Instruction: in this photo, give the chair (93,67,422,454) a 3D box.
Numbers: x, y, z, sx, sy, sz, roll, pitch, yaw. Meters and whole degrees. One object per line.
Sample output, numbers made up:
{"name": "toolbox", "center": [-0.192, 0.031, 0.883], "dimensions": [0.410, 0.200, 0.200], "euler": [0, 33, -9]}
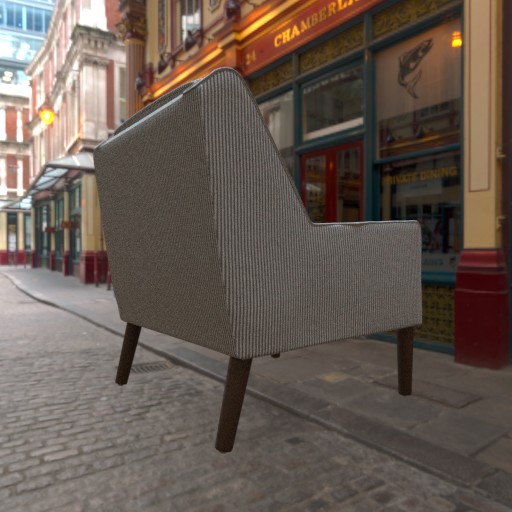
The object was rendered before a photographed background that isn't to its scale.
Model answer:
{"name": "chair", "center": [0.000, 0.000, 1.295], "dimensions": [0.743, 0.792, 0.663], "euler": [0, 0, -37]}
